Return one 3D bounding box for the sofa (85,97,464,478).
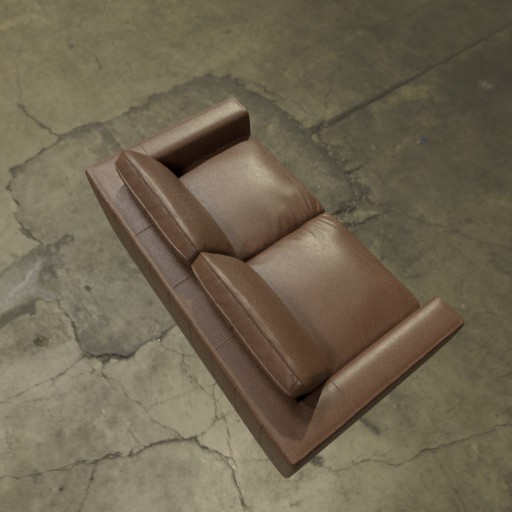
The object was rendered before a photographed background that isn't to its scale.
[{"bbox_3d":[0.000,0.000,2.428,1.070,0.800,1.920,-32,65,-17],"label":"sofa"}]
